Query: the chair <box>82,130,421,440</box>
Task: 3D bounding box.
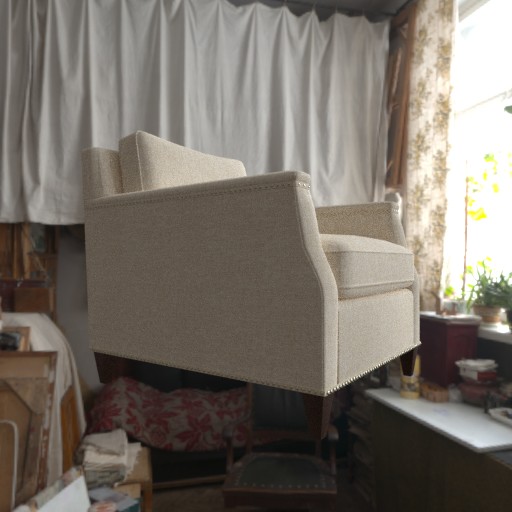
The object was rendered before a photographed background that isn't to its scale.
[{"bbox_3d":[0.000,0.000,1.714,1.041,0.940,0.838,-1,-1,36],"label":"chair"}]
